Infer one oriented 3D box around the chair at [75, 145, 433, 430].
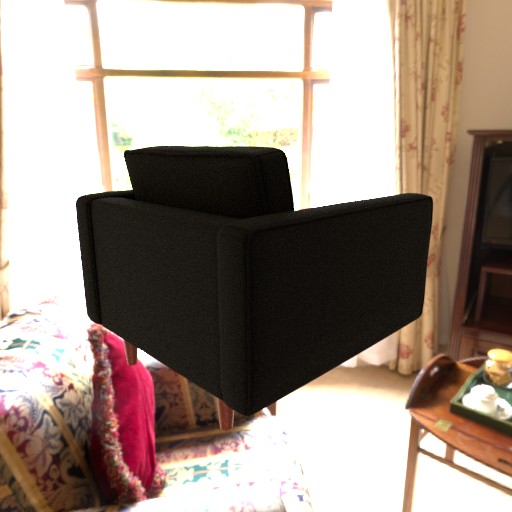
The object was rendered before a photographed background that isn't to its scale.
[{"bbox_3d":[0.000,0.000,1.589,0.920,0.770,0.899,-14,20,-43],"label":"chair"}]
